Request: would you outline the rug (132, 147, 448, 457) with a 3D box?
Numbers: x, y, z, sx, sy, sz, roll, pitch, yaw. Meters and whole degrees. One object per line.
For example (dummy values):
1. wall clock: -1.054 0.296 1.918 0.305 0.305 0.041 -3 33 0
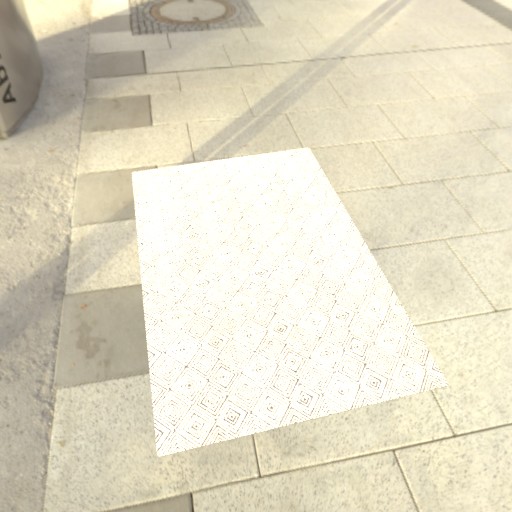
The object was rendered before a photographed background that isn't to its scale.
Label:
1. rug: 0.000 0.000 2.300 1.175 0.008 1.783 -10 47 -9
